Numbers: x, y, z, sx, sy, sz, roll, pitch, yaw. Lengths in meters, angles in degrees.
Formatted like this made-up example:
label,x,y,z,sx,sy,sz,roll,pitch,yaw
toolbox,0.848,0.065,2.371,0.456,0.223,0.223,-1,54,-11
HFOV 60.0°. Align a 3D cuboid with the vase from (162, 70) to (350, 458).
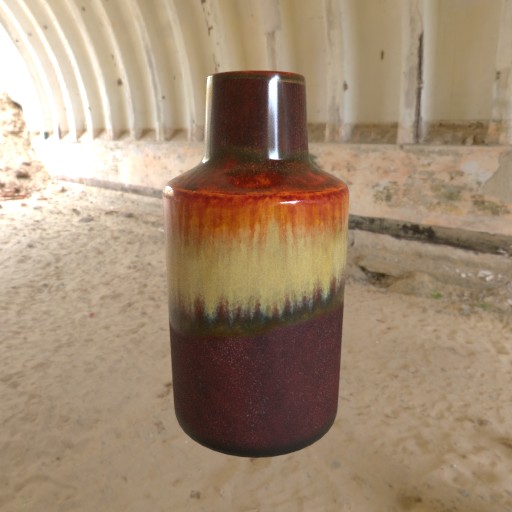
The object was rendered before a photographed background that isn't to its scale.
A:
label,x,y,z,sx,sy,sz,roll,pitch,yaw
vase,0.000,0.000,0.269,0.108,0.204,0.108,0,16,0
